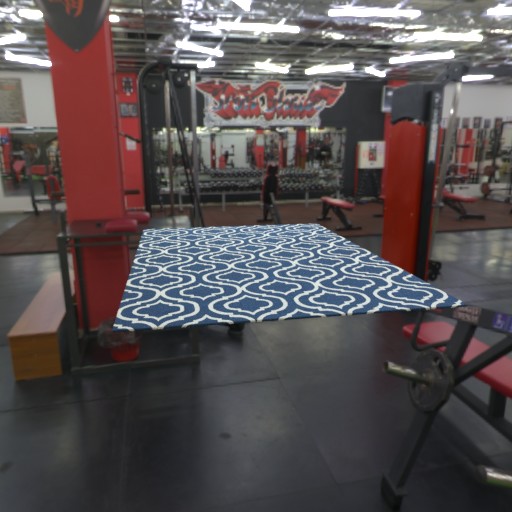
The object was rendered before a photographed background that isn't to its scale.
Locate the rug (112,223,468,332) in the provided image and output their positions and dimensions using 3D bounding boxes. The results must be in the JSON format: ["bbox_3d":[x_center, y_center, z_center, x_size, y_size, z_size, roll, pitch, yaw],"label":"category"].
[{"bbox_3d":[0.000,0.000,2.849,1.524,0.010,2.134,-3,14,-10],"label":"rug"}]
